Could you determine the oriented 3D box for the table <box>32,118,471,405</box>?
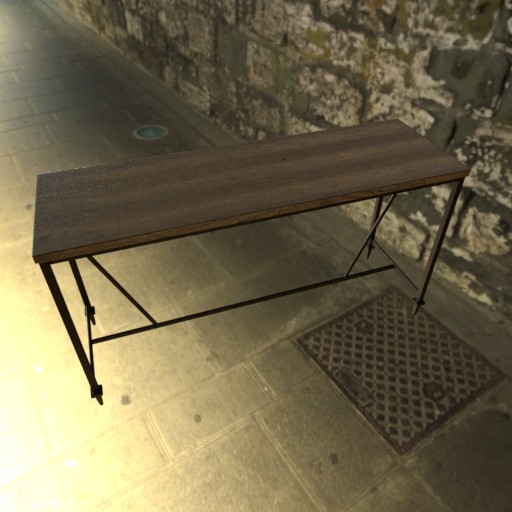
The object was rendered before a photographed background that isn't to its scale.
[{"bbox_3d":[0.000,0.000,2.104,1.700,0.902,0.551,-13,42,-15],"label":"table"}]
